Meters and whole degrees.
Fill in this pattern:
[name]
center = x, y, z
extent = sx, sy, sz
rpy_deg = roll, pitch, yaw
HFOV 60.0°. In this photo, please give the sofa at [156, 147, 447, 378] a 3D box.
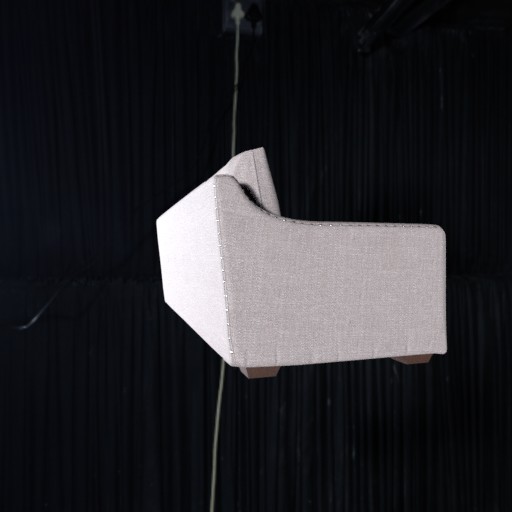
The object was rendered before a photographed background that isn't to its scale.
[sofa]
center = 0.000, 0.000, 2.697
extent = 1.000, 0.857, 2.208
rpy_deg = 0, 1, -18
